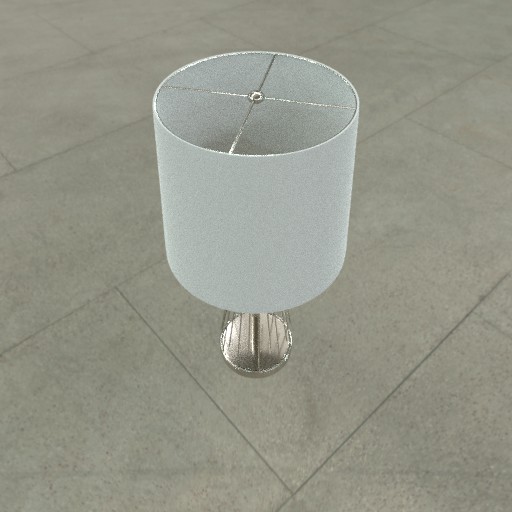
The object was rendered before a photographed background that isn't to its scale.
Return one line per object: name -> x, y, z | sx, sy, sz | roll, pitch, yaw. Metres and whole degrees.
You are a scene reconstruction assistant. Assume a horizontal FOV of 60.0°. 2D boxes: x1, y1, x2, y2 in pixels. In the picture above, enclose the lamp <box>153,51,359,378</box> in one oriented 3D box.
lamp -> 0.000, 0.000, 0.786 | 0.303, 0.618, 0.303 | 0, 48, 0
